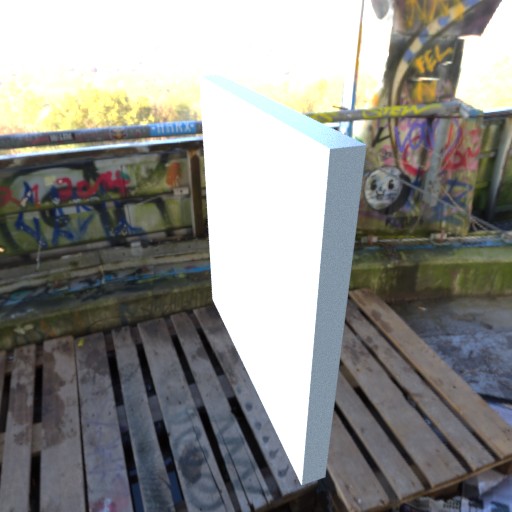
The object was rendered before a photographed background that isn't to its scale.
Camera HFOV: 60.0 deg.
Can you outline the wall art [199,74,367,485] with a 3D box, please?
[{"bbox_3d":[0.000,0.000,0.523,0.027,0.355,0.355,-10,31,-17],"label":"wall art"}]
